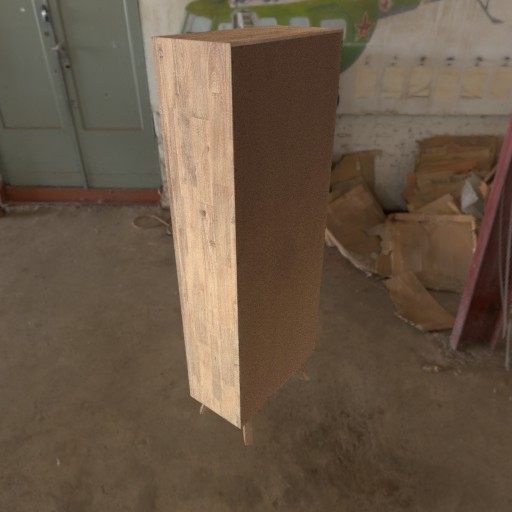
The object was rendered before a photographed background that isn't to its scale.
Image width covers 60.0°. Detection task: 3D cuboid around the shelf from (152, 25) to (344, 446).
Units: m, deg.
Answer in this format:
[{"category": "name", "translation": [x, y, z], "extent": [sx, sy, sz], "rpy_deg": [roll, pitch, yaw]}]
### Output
[{"category": "shelf", "translation": [0.000, 0.000, 1.485], "extent": [0.267, 1.342, 0.491], "rpy_deg": [22, 37, 31]}]
